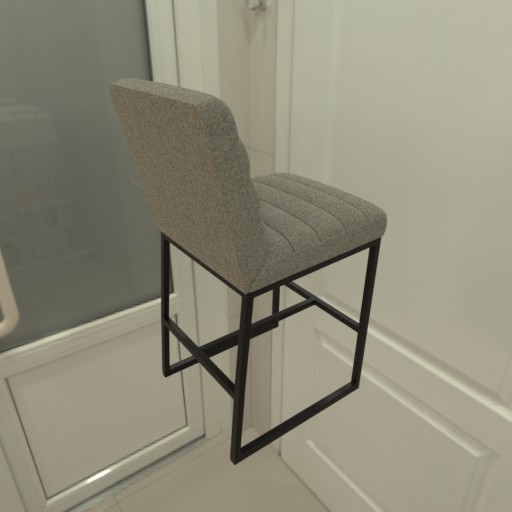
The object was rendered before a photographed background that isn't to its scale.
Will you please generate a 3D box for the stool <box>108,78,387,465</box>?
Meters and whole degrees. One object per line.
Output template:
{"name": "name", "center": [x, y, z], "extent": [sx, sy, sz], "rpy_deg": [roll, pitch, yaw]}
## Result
{"name": "stool", "center": [0.000, 0.000, 1.251], "extent": [0.560, 0.940, 0.460], "rpy_deg": [-18, 32, -32]}
